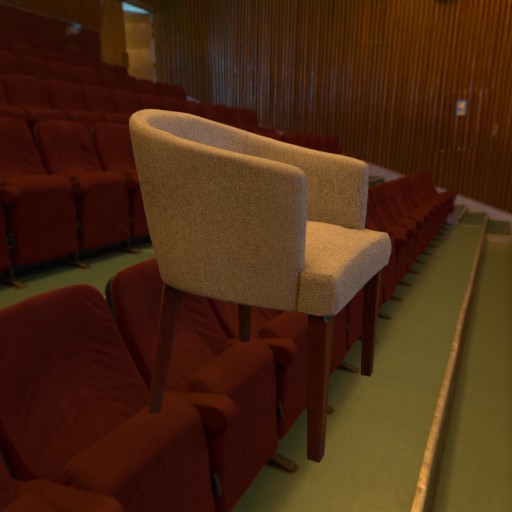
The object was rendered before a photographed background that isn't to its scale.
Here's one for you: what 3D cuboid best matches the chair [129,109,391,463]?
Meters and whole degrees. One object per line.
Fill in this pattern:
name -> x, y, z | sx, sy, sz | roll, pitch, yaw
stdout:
chair -> 0.000, 0.000, 1.266 | 0.655, 0.811, 0.583 | 7, 15, 27
